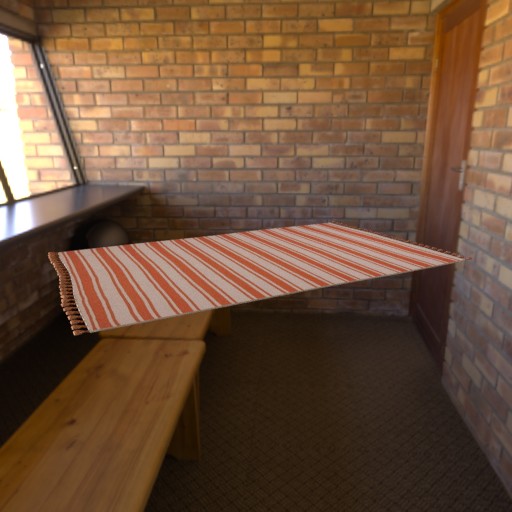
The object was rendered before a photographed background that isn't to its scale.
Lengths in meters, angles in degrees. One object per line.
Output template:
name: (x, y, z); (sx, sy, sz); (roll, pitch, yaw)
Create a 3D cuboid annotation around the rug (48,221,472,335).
rug: (0.000, 0.000, 2.513); (2.092, 0.017, 1.232); (-8, 17, -27)
